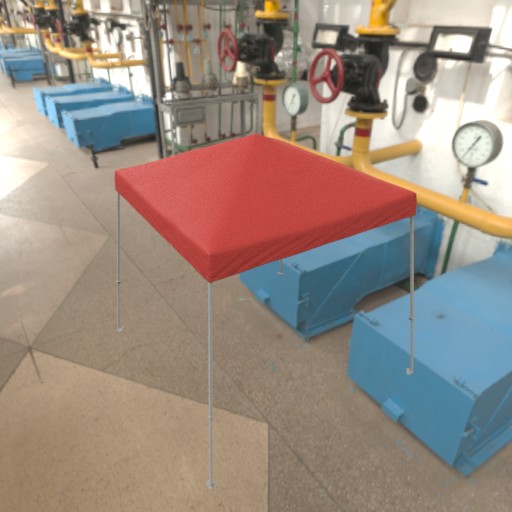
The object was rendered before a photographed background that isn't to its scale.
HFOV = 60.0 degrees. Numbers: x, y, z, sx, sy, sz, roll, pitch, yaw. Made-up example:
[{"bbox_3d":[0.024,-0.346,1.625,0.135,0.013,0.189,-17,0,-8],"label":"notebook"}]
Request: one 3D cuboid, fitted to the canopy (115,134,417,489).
[{"bbox_3d":[0.000,0.000,6.574,3.600,3.600,3.599,-17,34,-28],"label":"canopy"}]
